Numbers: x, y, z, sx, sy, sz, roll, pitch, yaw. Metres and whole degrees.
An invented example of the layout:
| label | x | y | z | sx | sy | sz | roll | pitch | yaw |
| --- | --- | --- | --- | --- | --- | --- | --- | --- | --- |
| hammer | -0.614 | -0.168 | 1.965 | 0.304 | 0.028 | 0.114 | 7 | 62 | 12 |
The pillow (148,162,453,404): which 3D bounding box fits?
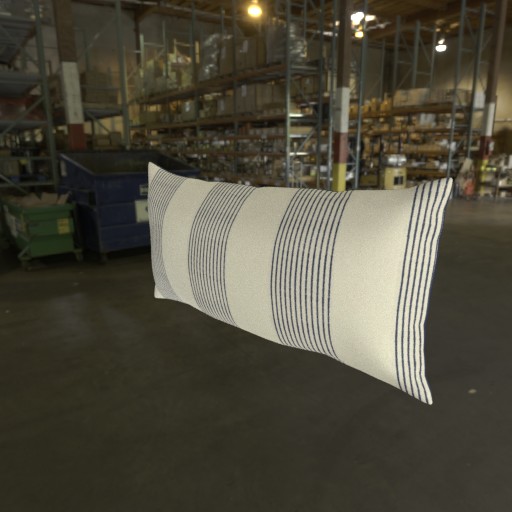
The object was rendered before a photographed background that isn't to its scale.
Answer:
| label | x | y | z | sx | sy | sz | roll | pitch | yaw |
| --- | --- | --- | --- | --- | --- | --- | --- | --- | --- |
| pillow | 0.000 | 0.000 | 0.724 | 0.610 | 0.287 | 0.151 | 13 | 19 | 42 |
